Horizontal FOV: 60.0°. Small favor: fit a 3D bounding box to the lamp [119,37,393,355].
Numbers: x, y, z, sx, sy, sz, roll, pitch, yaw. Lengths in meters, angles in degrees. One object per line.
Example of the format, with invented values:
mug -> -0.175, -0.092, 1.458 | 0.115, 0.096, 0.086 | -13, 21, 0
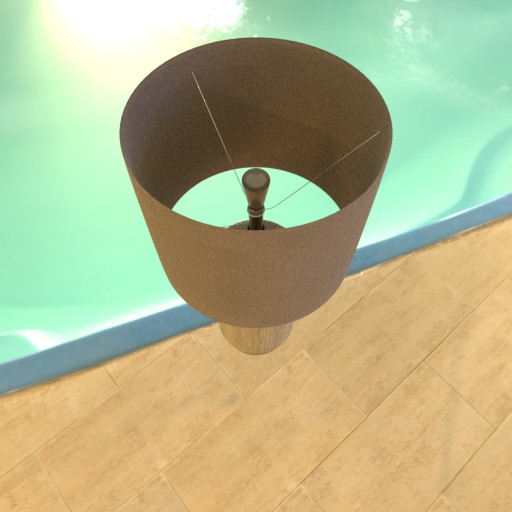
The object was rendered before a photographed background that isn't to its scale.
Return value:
lamp -> 0.000, 0.000, 0.560 | 0.228, 0.444, 0.228 | -31, 64, -17
